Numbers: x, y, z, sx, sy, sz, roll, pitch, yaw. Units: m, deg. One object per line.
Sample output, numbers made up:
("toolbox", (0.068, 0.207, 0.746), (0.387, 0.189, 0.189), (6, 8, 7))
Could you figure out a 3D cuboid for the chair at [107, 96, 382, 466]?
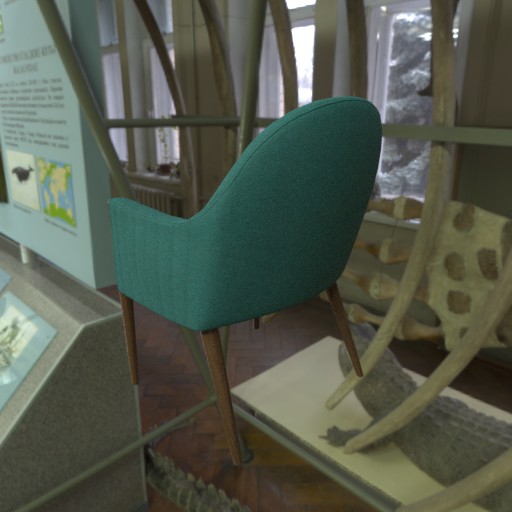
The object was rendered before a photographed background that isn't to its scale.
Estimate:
("chair", (0.000, 0.000, 1.363), (0.656, 0.907, 0.652), (-17, 24, -42))
